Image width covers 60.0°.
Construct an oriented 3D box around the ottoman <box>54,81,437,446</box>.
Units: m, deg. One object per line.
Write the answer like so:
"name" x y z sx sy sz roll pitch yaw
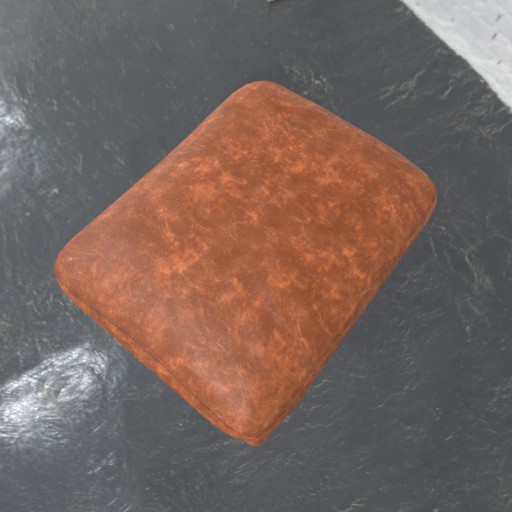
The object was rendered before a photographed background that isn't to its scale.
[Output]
"ottoman" 0.000 0.000 1.254 0.657 0.562 0.832 36 70 16
